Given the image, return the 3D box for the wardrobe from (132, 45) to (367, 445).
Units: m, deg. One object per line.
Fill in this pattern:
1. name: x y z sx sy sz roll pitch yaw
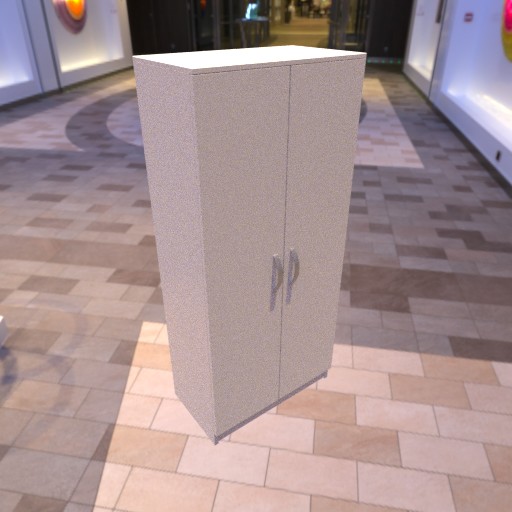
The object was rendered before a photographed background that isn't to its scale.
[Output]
1. wardrobe: 0.000 0.000 2.050 0.760 1.700 0.470 -20 36 -31
